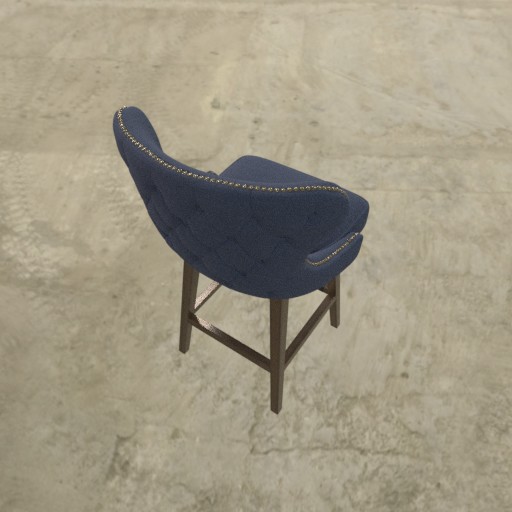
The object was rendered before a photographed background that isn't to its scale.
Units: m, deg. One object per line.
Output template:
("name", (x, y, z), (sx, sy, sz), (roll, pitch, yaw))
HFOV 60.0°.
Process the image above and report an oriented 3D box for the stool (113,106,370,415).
("stool", (0.000, 0.000, 1.366), (0.615, 0.972, 0.597), (26, 51, 23))
